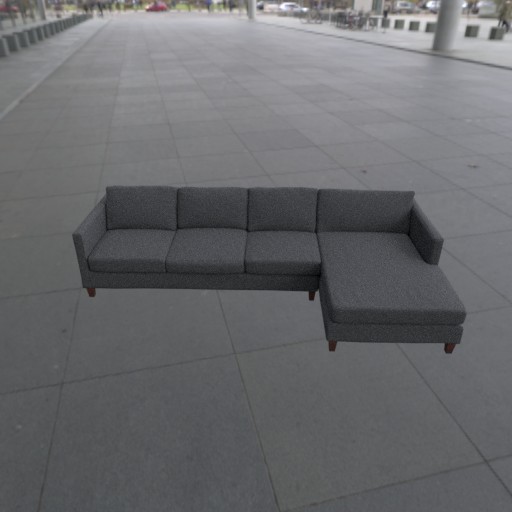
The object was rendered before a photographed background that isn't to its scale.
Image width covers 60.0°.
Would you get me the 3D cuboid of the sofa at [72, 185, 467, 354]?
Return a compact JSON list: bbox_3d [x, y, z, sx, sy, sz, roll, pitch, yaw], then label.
[{"bbox_3d":[0.000,0.000,3.980,3.186,0.846,1.625,1,30,1],"label":"sofa"}]
